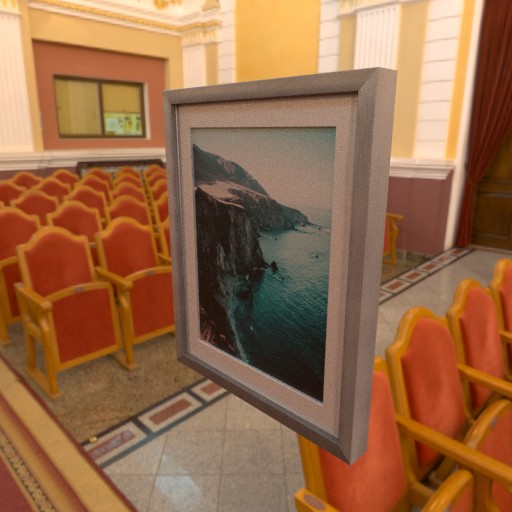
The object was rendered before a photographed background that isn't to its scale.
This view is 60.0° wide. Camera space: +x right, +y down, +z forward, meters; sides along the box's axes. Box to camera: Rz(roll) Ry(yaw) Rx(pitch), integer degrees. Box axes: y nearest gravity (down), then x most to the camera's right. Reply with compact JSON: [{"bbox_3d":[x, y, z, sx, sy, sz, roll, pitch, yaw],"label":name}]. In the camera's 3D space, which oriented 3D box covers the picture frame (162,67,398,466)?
[{"bbox_3d":[0.000,0.000,0.759,0.046,0.555,0.449,-15,22,-43],"label":"picture frame"}]
